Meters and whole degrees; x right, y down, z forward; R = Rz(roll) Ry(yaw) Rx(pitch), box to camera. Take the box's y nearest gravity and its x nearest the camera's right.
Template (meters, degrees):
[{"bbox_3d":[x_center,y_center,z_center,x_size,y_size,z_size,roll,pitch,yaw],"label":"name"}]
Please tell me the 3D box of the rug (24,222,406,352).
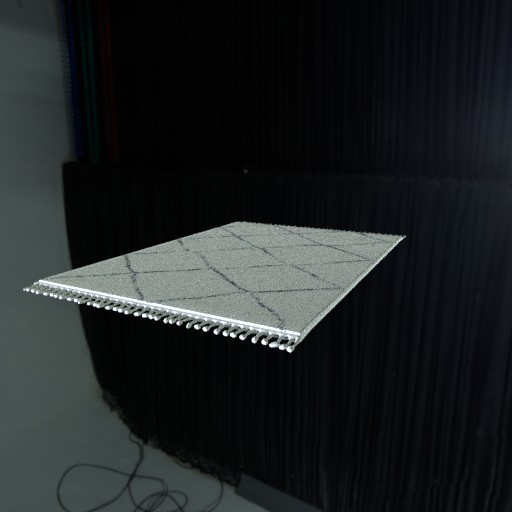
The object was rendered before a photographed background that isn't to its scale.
[{"bbox_3d":[0.000,0.000,2.880,1.494,0.031,2.307,7,16,27],"label":"rug"}]
